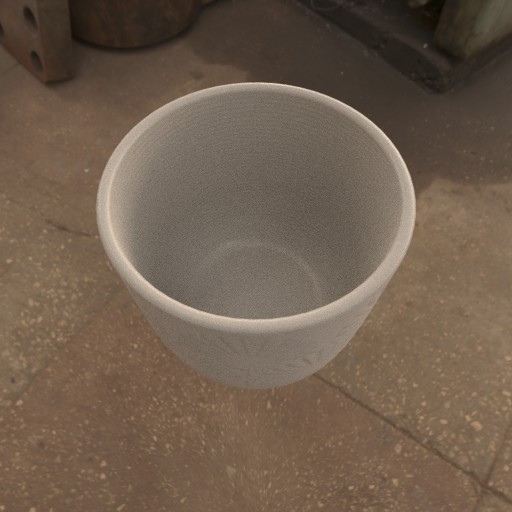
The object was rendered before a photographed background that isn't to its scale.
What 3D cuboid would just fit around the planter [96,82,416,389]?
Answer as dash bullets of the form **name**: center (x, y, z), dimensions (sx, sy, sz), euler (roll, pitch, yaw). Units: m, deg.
- **planter**: center (0.000, 0.000, 0.220), dimensions (0.124, 0.109, 0.124), euler (0, 59, 0)
